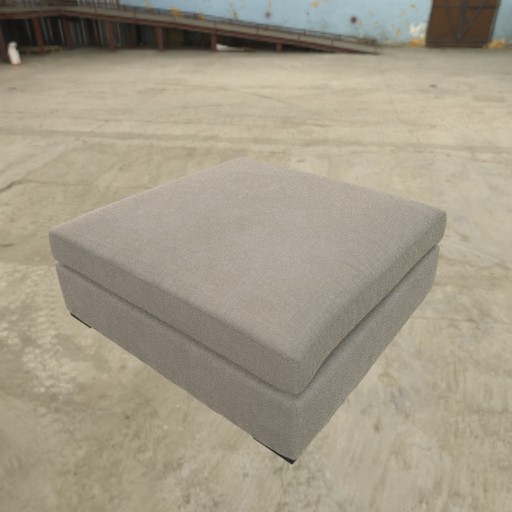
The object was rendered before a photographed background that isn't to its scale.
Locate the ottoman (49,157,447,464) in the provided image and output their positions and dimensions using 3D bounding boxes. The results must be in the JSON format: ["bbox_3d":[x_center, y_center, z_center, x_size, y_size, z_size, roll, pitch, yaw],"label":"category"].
[{"bbox_3d":[0.000,0.000,1.839,1.203,0.517,1.171,22,37,32],"label":"ottoman"}]
